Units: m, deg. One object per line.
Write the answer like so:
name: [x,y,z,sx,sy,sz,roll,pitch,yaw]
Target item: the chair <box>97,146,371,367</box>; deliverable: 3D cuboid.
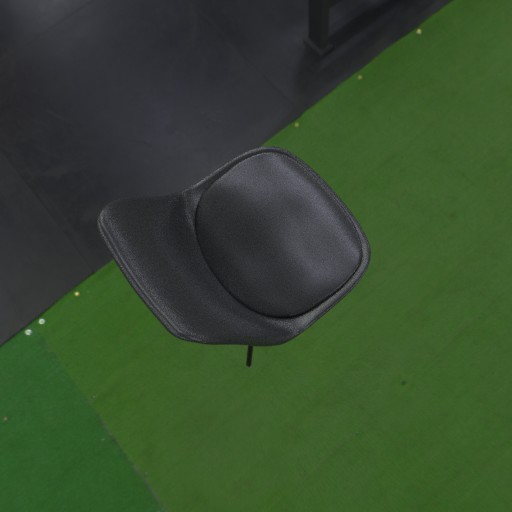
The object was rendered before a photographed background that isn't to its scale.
chair: [0.000,0.000,1.171,0.525,0.850,0.461,-37,78,-9]
